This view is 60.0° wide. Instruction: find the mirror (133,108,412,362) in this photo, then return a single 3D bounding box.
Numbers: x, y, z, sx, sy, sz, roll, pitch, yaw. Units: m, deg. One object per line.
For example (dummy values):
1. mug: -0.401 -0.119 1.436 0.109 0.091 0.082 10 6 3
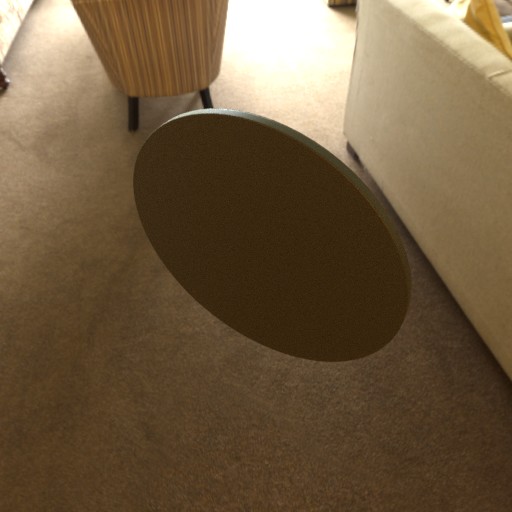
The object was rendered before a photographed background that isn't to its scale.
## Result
1. mirror: 0.000 0.000 1.575 1.077 1.077 0.036 23 51 20
